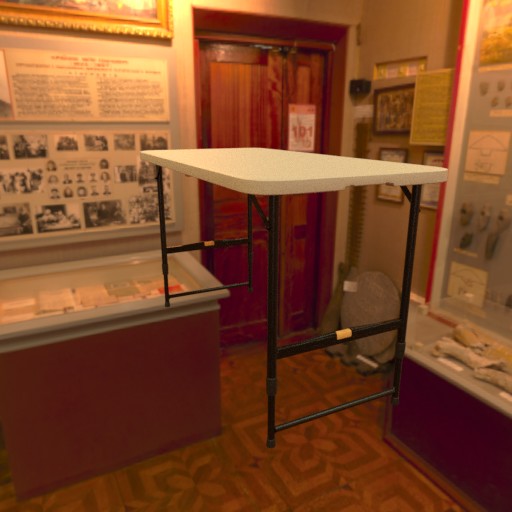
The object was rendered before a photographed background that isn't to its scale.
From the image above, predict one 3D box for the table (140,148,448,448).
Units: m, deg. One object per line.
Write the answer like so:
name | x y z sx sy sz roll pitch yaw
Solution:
table | 0.000 0.000 1.689 0.611 0.737 1.245 -8 18 -25
